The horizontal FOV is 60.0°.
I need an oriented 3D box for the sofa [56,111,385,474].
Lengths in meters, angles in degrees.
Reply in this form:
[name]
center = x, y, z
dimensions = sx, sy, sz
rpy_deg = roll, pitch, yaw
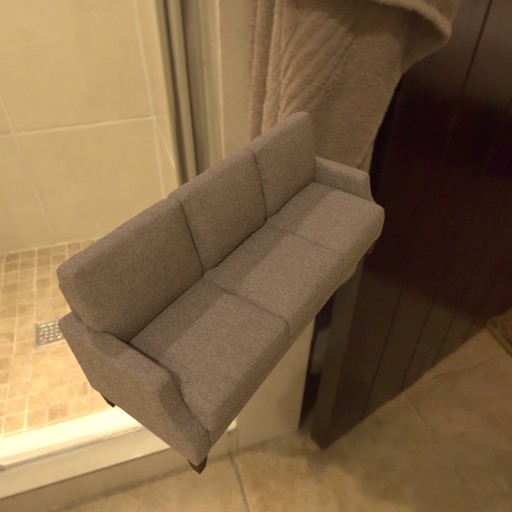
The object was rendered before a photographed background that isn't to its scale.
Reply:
[sofa]
center = 0.000, 0.000, 2.636
dimensions = 0.888, 0.984, 2.115
rpy_deg = 25, 47, 26
